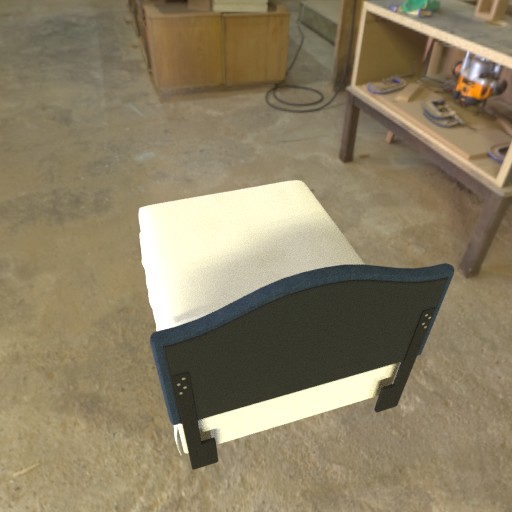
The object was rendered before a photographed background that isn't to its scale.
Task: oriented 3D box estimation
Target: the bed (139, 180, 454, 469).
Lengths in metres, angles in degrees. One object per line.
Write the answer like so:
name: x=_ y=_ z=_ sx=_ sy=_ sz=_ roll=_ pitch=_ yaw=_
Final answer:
bed: x=0.000 y=0.000 z=3.339 sx=1.713 sy=1.518 sz=2.153 roll=-12 pitch=43 yaw=-13
